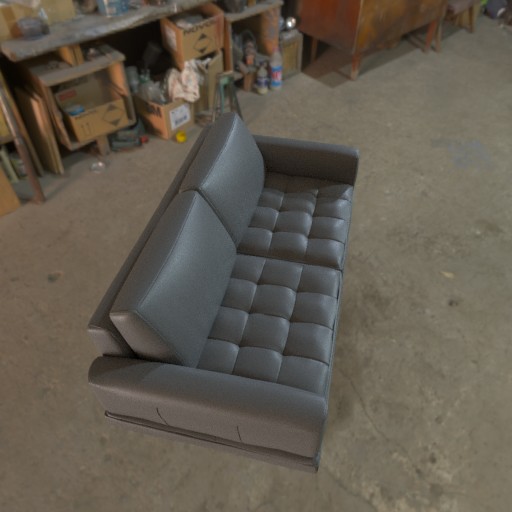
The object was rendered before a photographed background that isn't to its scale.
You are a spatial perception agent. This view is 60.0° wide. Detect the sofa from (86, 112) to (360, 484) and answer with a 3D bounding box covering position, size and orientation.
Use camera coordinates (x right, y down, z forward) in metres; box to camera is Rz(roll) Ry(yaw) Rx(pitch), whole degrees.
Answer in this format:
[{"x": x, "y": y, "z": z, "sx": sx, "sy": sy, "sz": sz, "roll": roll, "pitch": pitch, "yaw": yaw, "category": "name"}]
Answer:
[{"x": 0.000, "y": 0.000, "z": 2.688, "sx": 1.121, "sy": 0.930, "sz": 2.177, "roll": 10, "pitch": 47, "yaw": 9, "category": "sofa"}]
